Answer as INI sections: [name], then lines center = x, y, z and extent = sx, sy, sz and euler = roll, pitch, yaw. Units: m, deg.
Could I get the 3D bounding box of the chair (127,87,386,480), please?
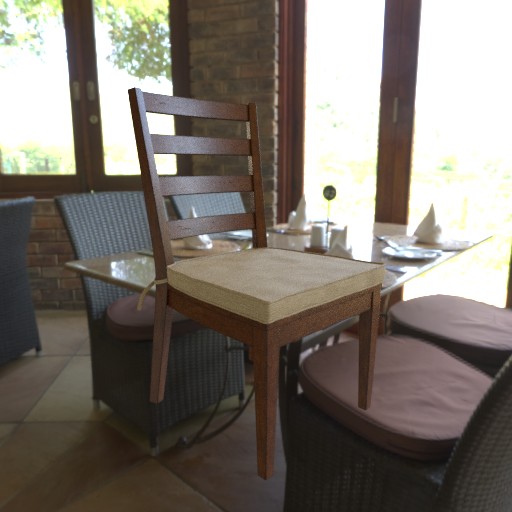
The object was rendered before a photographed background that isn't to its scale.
[chair]
center = 0.000, 0.000, 1.351
extent = 0.593, 0.979, 0.595
euler = -11, 16, -43
